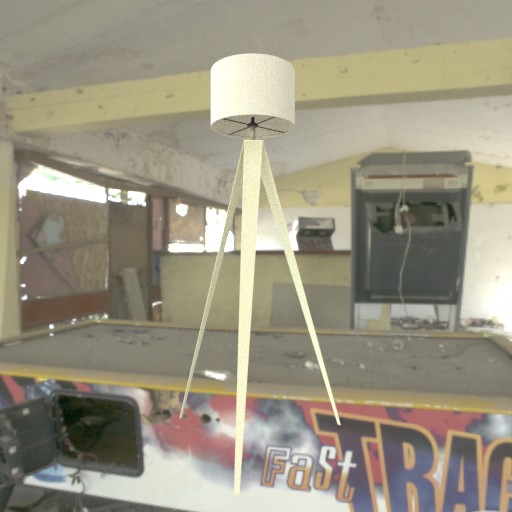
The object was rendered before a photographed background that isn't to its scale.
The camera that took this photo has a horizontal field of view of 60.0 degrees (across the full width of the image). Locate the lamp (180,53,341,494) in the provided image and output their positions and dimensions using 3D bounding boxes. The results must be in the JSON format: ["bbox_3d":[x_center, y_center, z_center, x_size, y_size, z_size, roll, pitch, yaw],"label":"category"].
[{"bbox_3d":[0.000,0.000,1.913,0.716,1.524,0.724,0,0,-37],"label":"lamp"}]
